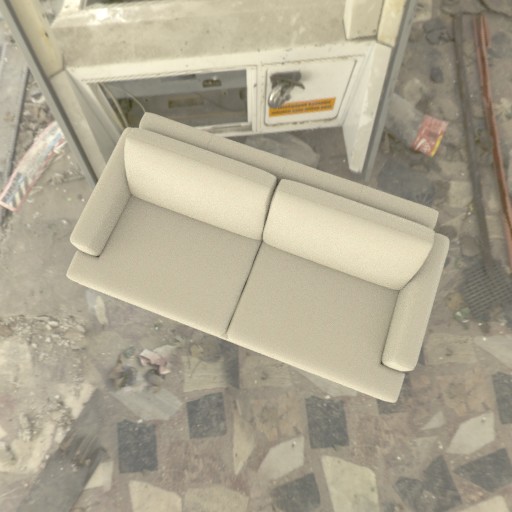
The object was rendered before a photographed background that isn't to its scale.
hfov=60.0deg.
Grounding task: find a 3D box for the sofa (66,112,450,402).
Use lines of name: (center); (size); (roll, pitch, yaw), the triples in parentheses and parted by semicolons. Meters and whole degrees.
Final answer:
sofa: (0.000, 0.000, 2.488); (1.940, 0.765, 0.974); (20, 76, 5)
